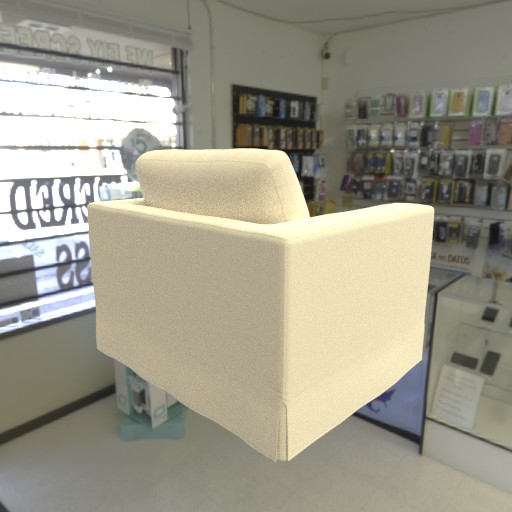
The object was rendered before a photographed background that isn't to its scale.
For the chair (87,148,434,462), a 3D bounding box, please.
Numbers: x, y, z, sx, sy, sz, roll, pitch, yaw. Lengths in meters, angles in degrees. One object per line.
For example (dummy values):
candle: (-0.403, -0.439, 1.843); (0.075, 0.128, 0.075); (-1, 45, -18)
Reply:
chair: (0.000, 0.000, 1.868); (1.150, 0.878, 0.957); (13, 18, 43)
